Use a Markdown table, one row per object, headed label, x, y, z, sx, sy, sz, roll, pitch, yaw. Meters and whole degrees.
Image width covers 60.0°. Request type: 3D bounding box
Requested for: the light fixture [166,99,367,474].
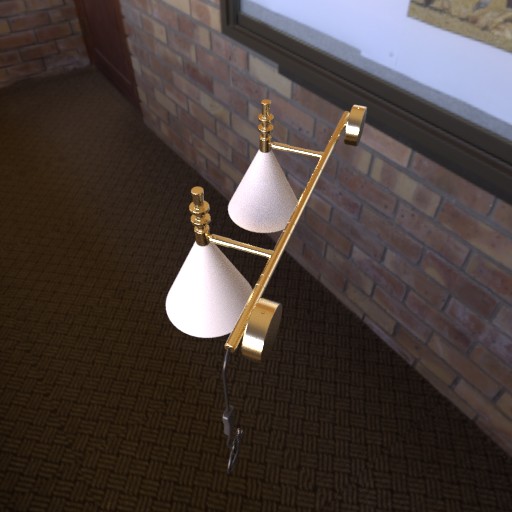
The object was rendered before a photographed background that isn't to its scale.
| label | x | y | z | sx | sy | sz | roll | pitch | yaw |
| --- | --- | --- | --- | --- | --- | --- | --- | --- | --- |
| light fixture | 0.000 | 0.000 | 0.851 | 0.239 | 0.468 | 0.642 | 16 | 48 | 15 |
